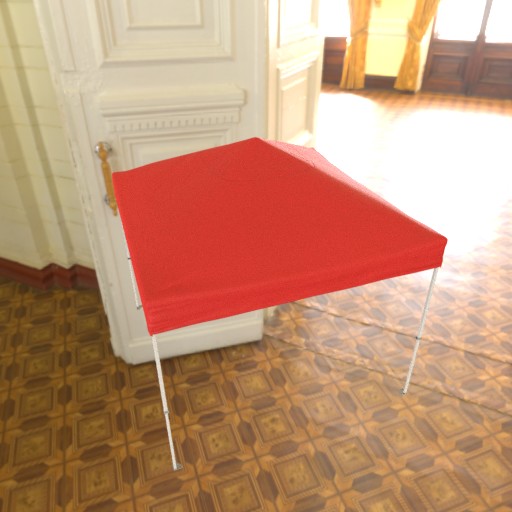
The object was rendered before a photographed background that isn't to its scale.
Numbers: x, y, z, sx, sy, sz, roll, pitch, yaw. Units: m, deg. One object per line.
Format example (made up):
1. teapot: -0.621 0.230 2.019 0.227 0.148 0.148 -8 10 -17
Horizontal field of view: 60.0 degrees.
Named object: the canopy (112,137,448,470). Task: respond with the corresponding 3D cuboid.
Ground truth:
1. canopy: 0.000 0.000 5.527 2.998 2.997 2.996 -11 34 -17
